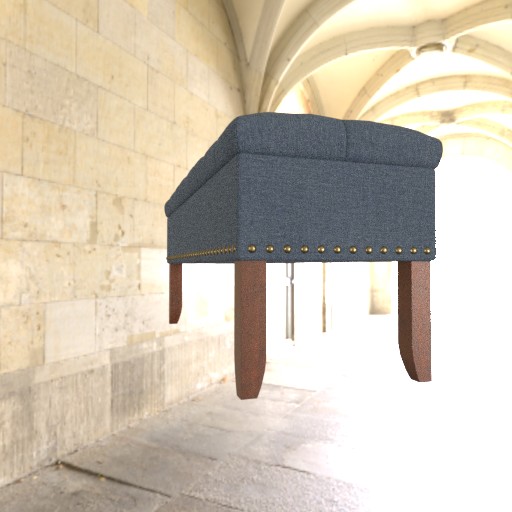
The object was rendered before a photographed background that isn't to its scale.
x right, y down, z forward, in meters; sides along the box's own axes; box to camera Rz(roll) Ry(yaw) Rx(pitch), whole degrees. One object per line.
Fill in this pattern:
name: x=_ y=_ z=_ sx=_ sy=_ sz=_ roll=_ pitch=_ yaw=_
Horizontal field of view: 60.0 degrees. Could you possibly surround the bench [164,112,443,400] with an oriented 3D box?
bench: x=0.000 y=0.000 z=1.264 sx=0.417 sy=0.492 sz=1.052 roll=0 pitch=-1 yaw=-18
